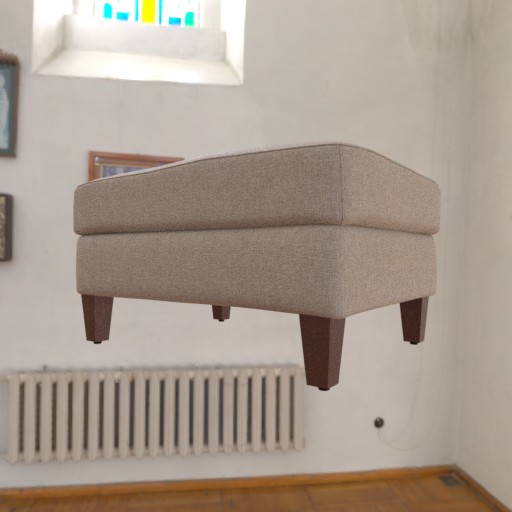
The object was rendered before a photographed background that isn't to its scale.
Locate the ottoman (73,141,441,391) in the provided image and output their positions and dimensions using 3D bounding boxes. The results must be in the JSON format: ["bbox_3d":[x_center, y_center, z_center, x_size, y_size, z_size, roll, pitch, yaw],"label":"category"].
[{"bbox_3d":[0.000,0.000,1.310,0.898,0.519,0.677,0,0,37],"label":"ottoman"}]
